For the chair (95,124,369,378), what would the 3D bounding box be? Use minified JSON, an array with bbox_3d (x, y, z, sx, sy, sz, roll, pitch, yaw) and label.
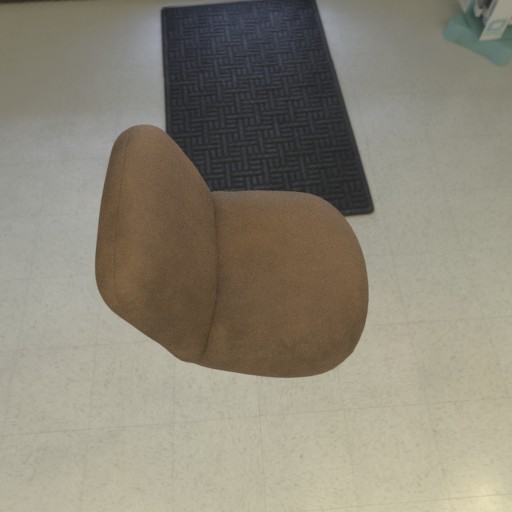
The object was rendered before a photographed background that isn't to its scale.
[{"bbox_3d":[0.000,0.000,1.064,0.597,0.594,0.521,-1,64,-1],"label":"chair"}]
